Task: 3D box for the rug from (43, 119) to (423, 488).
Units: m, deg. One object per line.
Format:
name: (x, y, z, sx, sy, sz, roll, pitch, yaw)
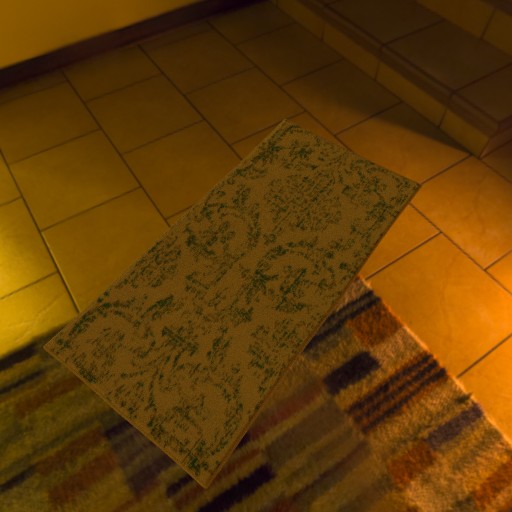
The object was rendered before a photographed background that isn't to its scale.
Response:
rug: (0.000, 0.000, 1.429, 0.605, 0.007, 1.220, 32, 62, 19)
